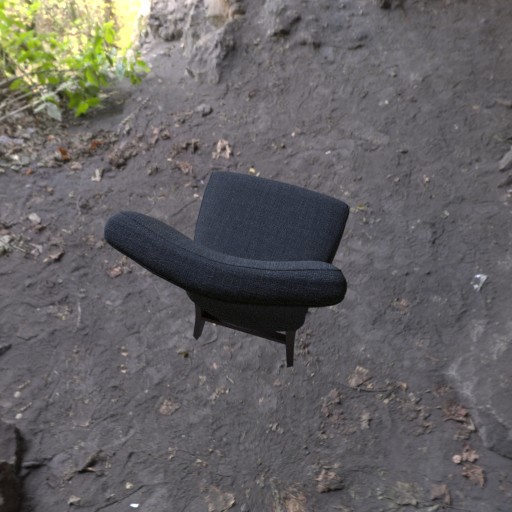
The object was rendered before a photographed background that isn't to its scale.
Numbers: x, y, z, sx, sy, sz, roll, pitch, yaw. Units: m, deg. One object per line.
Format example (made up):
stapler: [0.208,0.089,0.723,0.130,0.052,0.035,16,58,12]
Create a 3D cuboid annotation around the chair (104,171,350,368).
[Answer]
chair: [0.000,0.000,1.430,0.520,0.991,0.660,15,65,7]
